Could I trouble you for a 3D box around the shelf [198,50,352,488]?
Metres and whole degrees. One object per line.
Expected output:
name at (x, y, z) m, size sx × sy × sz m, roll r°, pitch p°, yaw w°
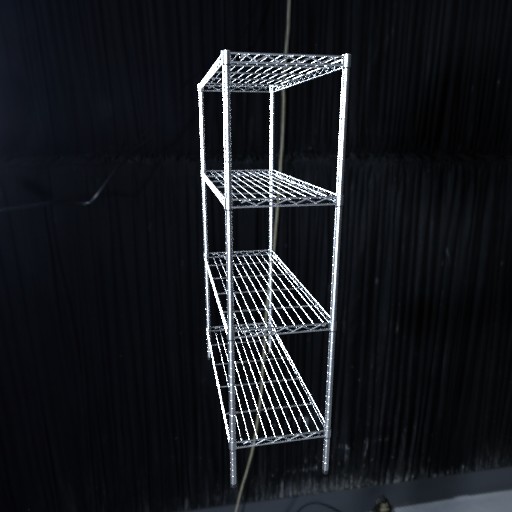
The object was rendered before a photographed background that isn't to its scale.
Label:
shelf at (0.000, 0.000, 1.765) m, size 0.352 × 1.360 × 0.907 m, roll -3°, pitch 16°, yaw -11°
